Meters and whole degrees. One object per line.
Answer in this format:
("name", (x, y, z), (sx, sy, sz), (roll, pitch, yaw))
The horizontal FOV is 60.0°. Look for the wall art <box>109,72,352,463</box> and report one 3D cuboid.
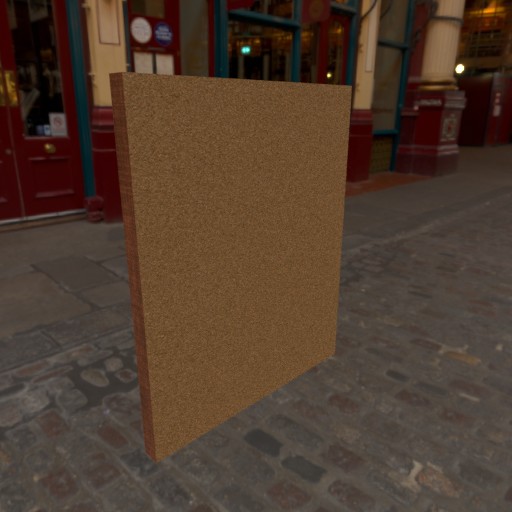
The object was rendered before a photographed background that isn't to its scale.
("wall art", (0.000, 0.000, 0.771), (0.467, 0.567, 0.033), (-17, 25, -42))
